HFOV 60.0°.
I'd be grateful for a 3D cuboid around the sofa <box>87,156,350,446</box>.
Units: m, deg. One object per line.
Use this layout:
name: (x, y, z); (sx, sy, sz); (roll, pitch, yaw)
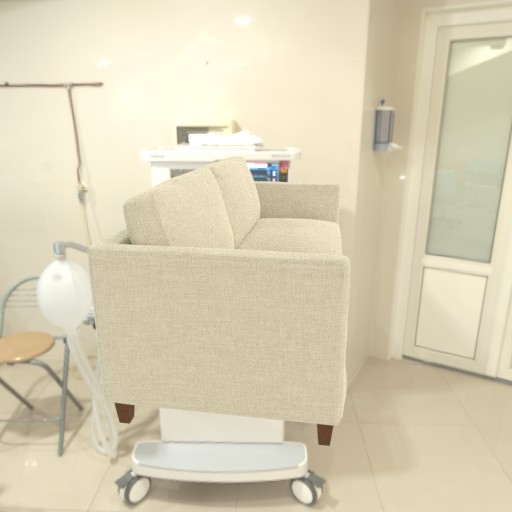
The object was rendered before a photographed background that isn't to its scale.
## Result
sofa: (0.000, 0.000, 2.426); (0.950, 0.963, 1.838); (3, 17, 9)
